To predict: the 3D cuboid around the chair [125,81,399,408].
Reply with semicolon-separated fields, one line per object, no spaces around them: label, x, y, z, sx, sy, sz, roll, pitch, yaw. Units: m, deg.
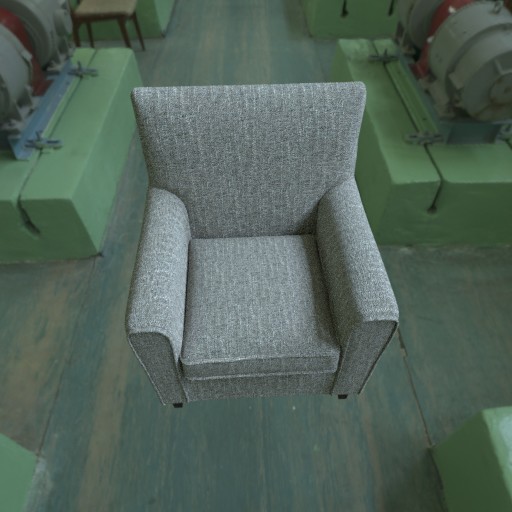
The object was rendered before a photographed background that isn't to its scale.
chair;0.000;0.000;1.668;0.864;0.928;0.873;-2;47;-2
